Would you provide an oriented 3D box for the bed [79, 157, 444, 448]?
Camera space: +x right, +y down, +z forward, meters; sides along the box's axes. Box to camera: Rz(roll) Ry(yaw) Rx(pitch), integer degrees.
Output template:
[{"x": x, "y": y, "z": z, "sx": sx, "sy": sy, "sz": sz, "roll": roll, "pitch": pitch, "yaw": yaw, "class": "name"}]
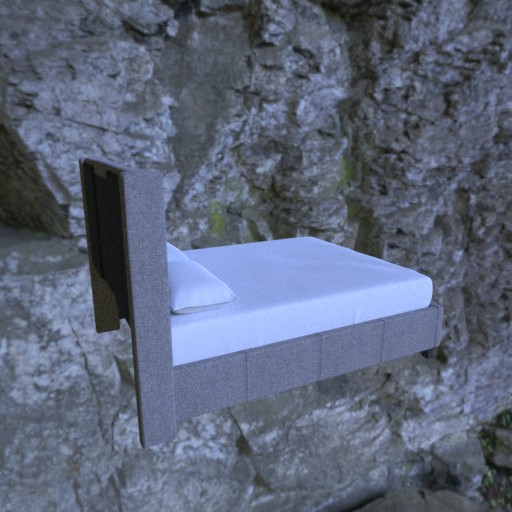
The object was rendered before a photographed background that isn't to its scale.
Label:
[{"x": 0.000, "y": 0.000, "z": 3.410, "sx": 2.245, "sy": 1.476, "sz": 1.714, "roll": -8, "pitch": 17, "yaw": -26, "class": "bed"}]
